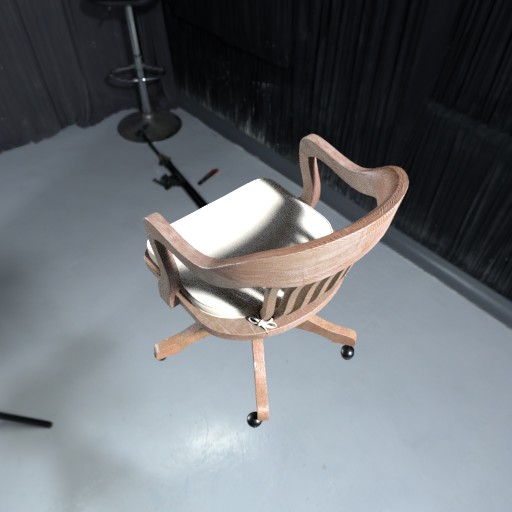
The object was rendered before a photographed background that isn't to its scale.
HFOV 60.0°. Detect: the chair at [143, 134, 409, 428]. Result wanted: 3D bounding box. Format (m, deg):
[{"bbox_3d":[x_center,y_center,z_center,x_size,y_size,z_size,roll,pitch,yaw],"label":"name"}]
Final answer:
[{"bbox_3d":[0.000,0.000,1.427,0.750,0.878,0.788,-32,55,-26],"label":"chair"}]
